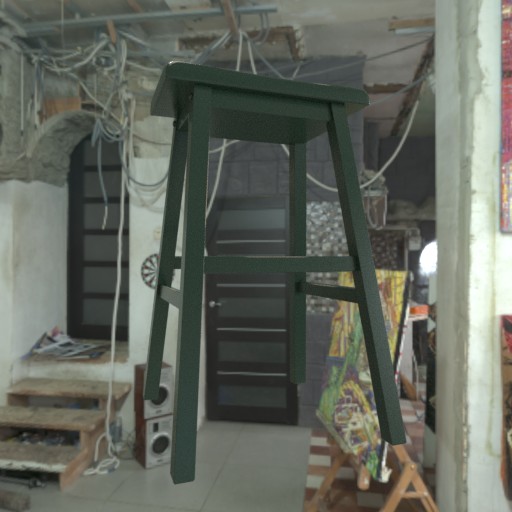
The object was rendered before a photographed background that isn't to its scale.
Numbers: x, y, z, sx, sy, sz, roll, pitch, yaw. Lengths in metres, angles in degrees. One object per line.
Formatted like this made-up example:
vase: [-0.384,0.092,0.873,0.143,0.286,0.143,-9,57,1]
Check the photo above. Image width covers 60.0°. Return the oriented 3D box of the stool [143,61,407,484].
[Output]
stool: [0.000,0.000,1.016,0.457,0.737,0.476,0,0,-20]
